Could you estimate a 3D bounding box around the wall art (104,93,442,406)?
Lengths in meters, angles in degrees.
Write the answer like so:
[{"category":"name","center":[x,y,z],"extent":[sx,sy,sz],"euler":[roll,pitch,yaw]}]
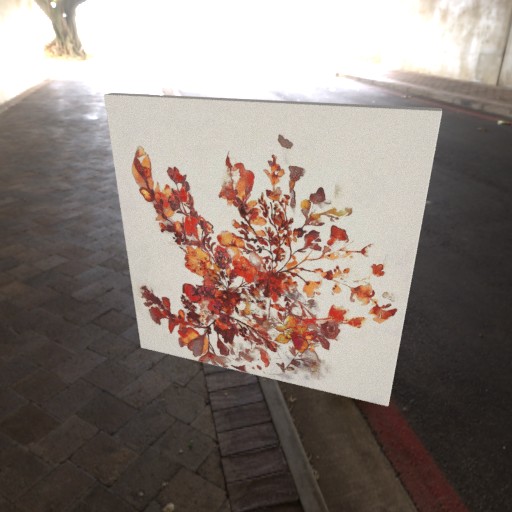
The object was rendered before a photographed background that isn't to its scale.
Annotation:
[{"category":"wall art","center":[0.000,0.000,1.511],"extent":[1.009,1.009,0.049],"euler":[9,28,17]}]
